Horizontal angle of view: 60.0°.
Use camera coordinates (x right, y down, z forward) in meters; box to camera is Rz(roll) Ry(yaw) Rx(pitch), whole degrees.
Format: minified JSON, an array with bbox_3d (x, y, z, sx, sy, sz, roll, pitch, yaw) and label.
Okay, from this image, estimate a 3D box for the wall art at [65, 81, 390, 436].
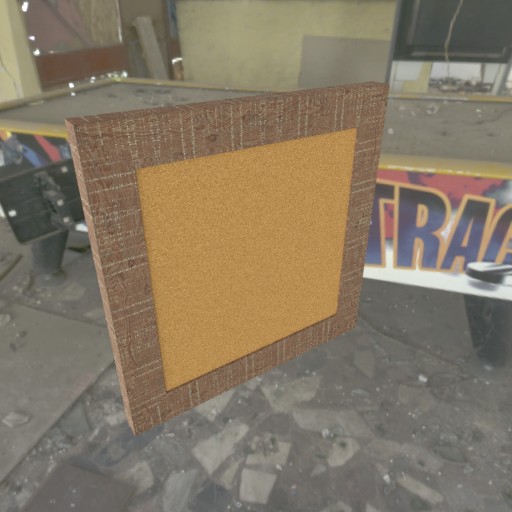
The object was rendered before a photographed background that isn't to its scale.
[{"bbox_3d":[0.000,0.000,0.780,0.531,0.531,0.040,-18,34,-29],"label":"wall art"}]
